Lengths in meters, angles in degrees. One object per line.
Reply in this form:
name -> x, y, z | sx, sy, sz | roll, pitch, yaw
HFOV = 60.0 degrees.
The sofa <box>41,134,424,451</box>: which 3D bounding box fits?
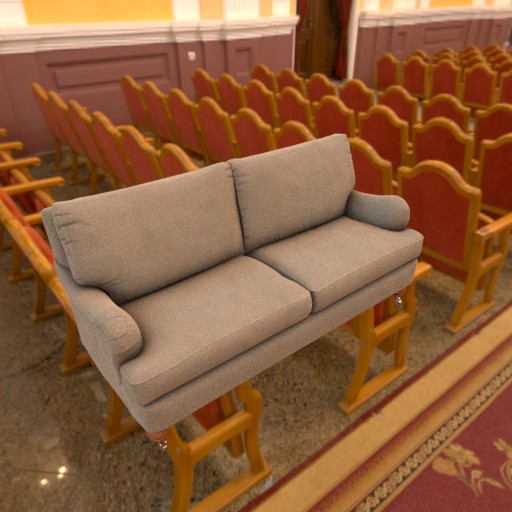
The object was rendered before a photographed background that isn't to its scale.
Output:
sofa -> 0.000, 0.000, 2.793 | 2.193, 1.096, 1.069 | -22, 38, -32
